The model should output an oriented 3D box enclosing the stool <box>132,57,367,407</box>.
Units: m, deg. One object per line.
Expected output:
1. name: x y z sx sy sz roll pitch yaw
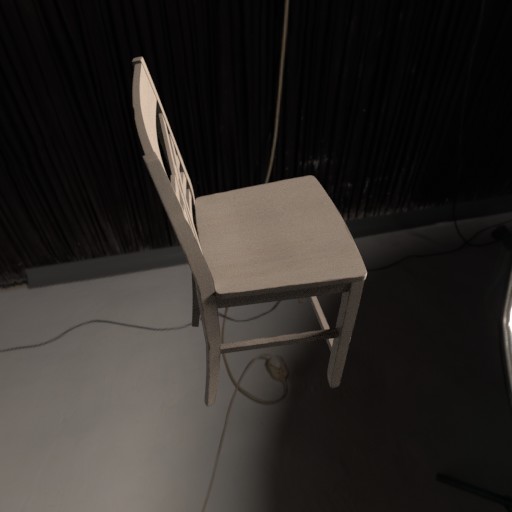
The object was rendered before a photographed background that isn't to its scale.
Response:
1. stool: 0.000 0.000 1.367 0.539 1.079 0.462 -10 47 -9
